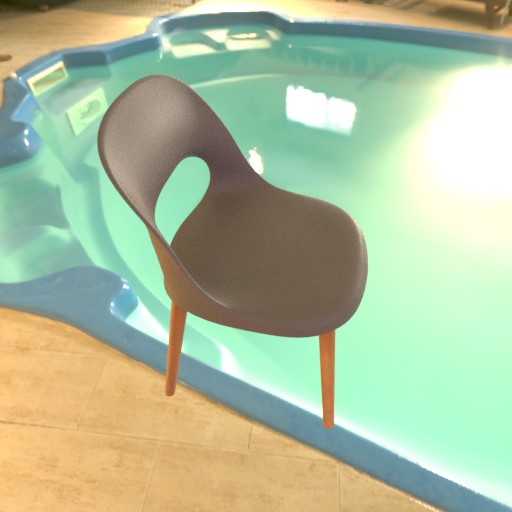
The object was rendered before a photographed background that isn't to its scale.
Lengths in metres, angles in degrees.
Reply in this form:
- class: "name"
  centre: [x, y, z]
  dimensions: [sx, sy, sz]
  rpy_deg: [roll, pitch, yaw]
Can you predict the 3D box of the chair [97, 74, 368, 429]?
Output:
- class: "chair"
  centre: [0.000, 0.000, 1.122]
  dimensions: [0.556, 0.795, 0.470]
  rpy_deg: [9, 45, 9]
